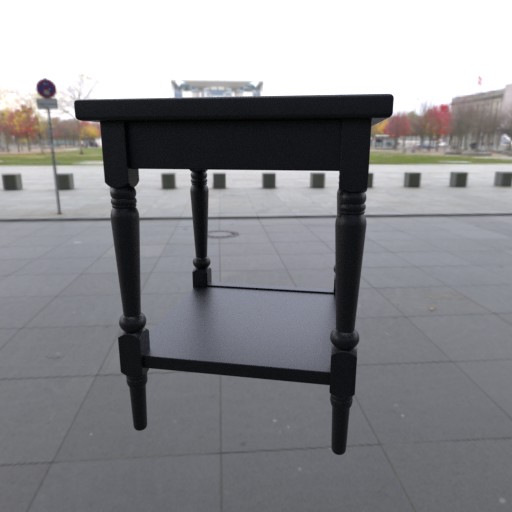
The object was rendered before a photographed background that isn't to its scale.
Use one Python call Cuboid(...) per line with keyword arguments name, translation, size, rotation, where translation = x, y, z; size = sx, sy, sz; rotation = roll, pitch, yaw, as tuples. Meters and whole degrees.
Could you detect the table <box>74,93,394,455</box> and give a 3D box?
Cuboid(name="table", translation=(0.000, 0.000, 0.896), size=(0.442, 0.565, 0.488), rotation=(3, 15, 10))
